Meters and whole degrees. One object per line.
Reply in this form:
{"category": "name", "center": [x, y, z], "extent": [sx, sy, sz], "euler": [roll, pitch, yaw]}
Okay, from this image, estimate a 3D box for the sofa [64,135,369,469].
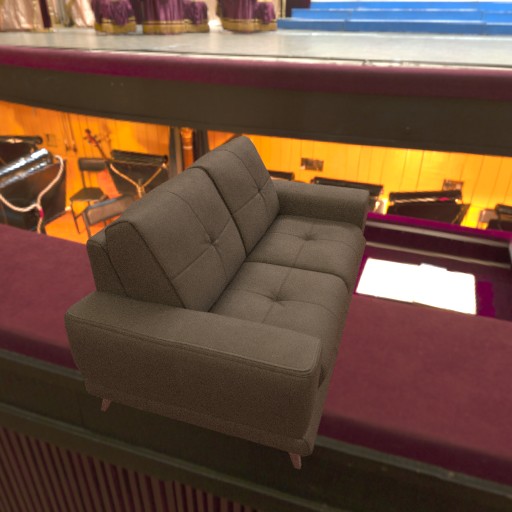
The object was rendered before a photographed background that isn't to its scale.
{"category": "sofa", "center": [0.000, 0.000, 2.338], "extent": [1.018, 0.907, 1.806], "euler": [9, 31, 16]}
